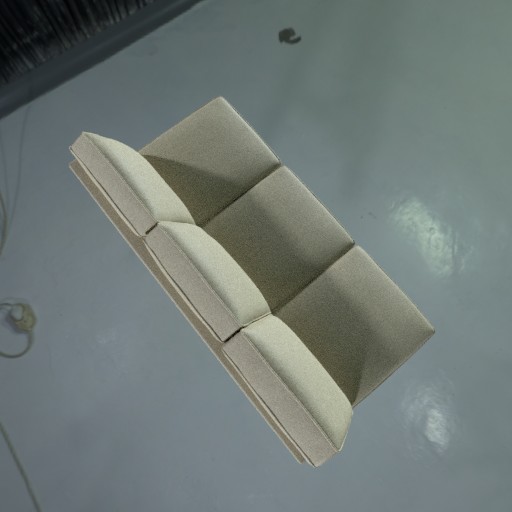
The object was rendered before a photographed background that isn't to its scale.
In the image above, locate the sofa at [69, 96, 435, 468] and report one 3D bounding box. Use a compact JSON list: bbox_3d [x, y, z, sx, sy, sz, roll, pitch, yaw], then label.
[{"bbox_3d":[0.000,0.000,2.537,1.027,0.973,1.962,-38,78,-10],"label":"sofa"}]
